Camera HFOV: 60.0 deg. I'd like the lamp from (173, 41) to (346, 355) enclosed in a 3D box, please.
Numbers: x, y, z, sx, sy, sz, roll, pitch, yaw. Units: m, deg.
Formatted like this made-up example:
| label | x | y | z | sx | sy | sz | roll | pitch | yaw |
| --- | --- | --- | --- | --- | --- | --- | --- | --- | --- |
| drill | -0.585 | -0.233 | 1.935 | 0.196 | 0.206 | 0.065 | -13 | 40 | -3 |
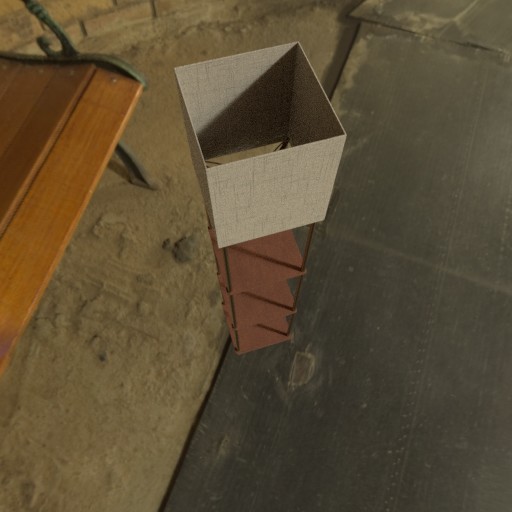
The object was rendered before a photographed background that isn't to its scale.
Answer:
| label | x | y | z | sx | sy | sz | roll | pitch | yaw |
| --- | --- | --- | --- | --- | --- | --- | --- | --- | --- |
| lamp | 0.000 | 0.000 | 1.691 | 0.310 | 1.569 | 0.308 | -15 | 65 | -7 |
